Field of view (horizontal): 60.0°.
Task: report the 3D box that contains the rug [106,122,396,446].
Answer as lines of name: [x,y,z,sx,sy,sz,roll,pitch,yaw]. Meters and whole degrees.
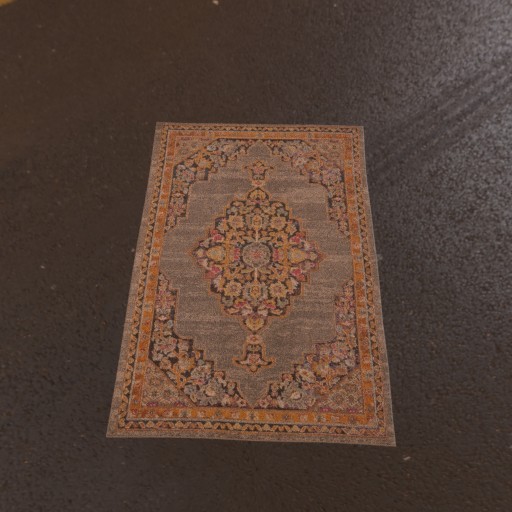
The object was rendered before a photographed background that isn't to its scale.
rug: [0.000,0.000,3.737,2.043,0.026,2.901,1,64,1]
